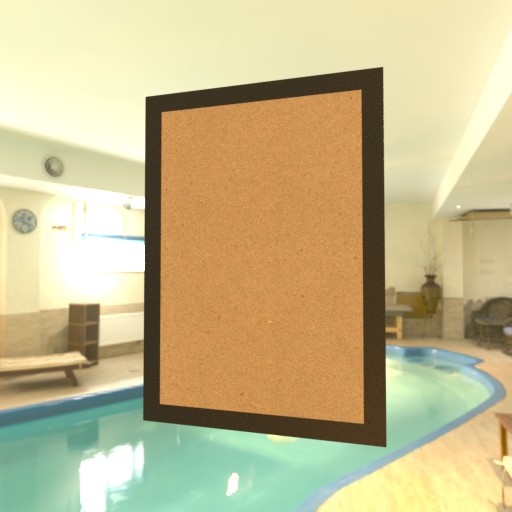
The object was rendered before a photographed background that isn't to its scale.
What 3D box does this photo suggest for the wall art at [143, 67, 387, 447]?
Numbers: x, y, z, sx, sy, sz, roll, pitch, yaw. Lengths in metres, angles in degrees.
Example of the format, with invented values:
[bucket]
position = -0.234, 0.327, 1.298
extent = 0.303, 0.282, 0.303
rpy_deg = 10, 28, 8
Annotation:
[wall art]
position = 0.000, 0.000, 0.681
extent = 0.381, 0.534, 0.013
rpy_deg = -1, -2, 17
